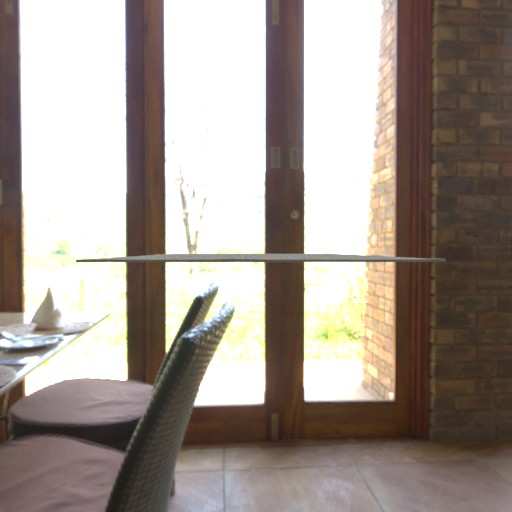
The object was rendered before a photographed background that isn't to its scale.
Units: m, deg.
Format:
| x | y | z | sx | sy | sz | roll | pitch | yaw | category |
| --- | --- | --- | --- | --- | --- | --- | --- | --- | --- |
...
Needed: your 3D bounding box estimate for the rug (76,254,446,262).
| x | y | z | sx | sy | sz | roll | pitch | yaw | category |
| --- | --- | --- | --- | --- | --- | --- | --- | --- | --- |
| 0.000 | 0.000 | 3.058 | 1.545 | 0.016 | 2.460 | 0 | 1 | -1 | rug |
